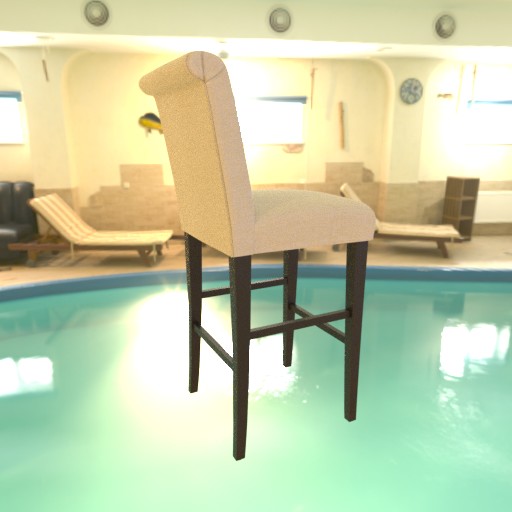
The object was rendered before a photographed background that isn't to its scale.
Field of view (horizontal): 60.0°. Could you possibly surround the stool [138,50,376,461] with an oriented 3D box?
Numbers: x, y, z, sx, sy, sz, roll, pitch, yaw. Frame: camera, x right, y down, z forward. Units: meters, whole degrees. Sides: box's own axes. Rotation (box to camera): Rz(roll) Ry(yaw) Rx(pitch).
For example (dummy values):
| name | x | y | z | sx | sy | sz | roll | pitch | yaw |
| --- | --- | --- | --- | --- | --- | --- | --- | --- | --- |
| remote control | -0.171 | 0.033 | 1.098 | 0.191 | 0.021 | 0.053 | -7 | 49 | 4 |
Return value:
| name | x | y | z | sx | sy | sz | roll | pitch | yaw |
| --- | --- | --- | --- | --- | --- | --- | --- | --- | --- |
| stool | 0.000 | 0.000 | 1.441 | 0.597 | 1.124 | 0.452 | -7 | 16 | -26 |
